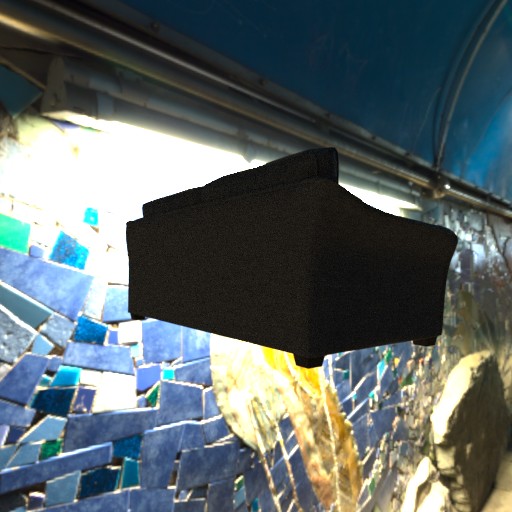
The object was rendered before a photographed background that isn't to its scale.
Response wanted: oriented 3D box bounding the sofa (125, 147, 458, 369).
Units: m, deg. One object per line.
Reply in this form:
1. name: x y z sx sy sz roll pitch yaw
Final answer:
1. sofa: 0.000 0.000 2.861 0.971 0.950 2.270 1 -2 -35
